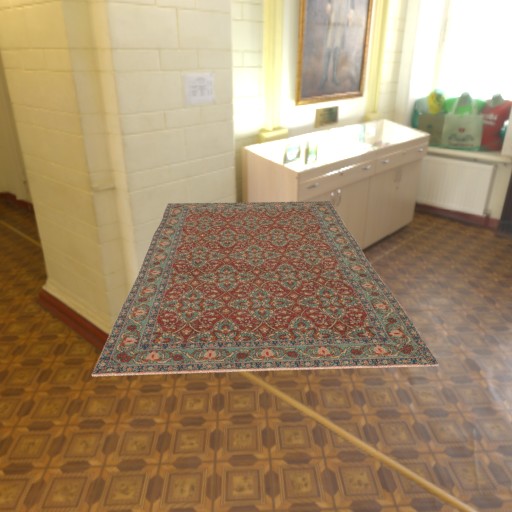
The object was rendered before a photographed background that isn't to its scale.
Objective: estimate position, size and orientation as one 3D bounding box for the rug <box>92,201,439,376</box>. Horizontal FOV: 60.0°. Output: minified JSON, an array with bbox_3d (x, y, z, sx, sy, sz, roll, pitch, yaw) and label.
[{"bbox_3d":[0.000,0.000,3.045,1.533,0.011,2.439,-1,24,-2],"label":"rug"}]
